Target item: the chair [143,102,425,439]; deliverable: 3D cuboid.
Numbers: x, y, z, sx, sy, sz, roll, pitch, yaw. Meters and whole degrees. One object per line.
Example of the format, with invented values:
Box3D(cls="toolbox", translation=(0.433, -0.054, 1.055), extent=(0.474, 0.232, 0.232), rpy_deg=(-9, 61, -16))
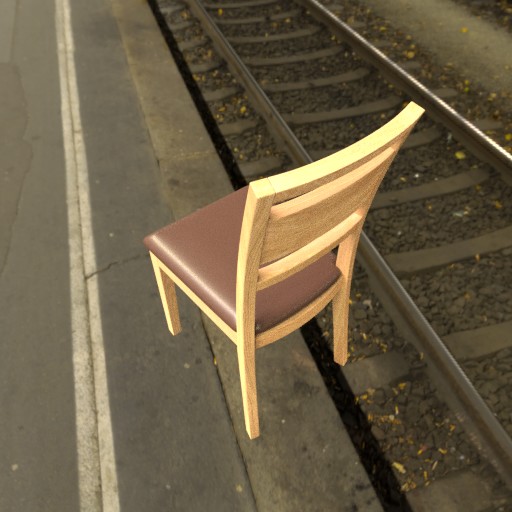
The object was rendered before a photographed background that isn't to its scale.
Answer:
Box3D(cls="chair", translation=(0.000, 0.000, 1.199), extent=(0.420, 0.940, 0.545), rpy_deg=(-31, 54, -26))
